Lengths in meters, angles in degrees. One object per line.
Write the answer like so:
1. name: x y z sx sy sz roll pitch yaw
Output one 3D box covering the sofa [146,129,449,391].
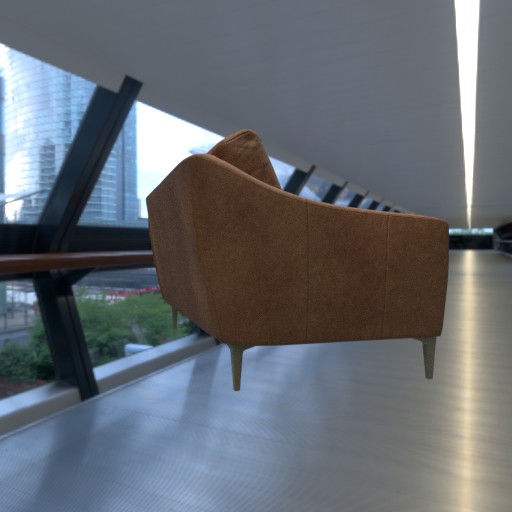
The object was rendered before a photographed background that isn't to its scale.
1. sofa: 0.000 0.000 2.213 0.960 0.902 1.619 0 1 -20
